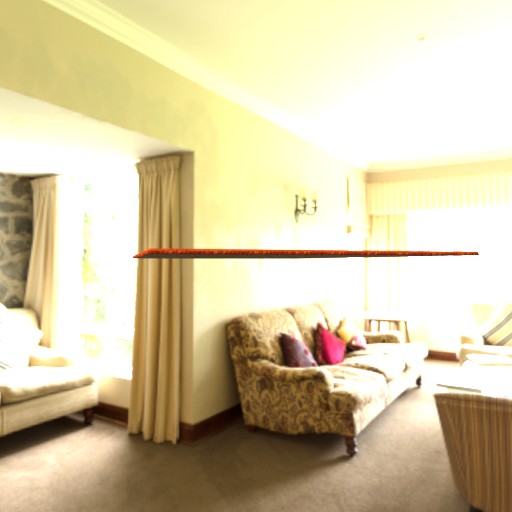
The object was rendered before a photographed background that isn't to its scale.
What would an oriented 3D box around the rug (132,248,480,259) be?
[{"bbox_3d":[0.000,0.000,2.360,1.230,0.018,1.835,0,-1,-17],"label":"rug"}]
